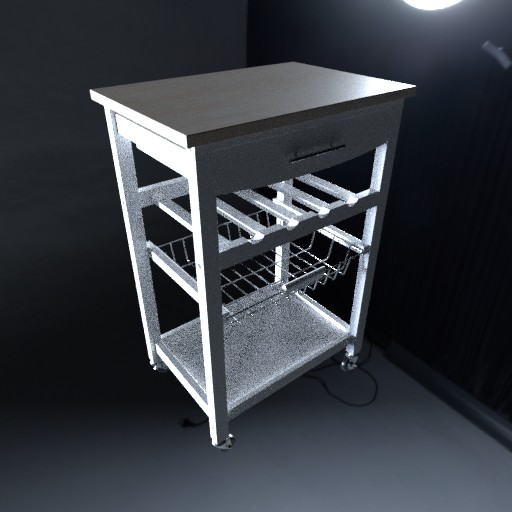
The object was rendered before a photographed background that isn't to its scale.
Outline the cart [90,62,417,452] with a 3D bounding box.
[{"bbox_3d":[0.000,0.000,1.183,0.578,0.857,0.406,-22,39,-31],"label":"cart"}]
